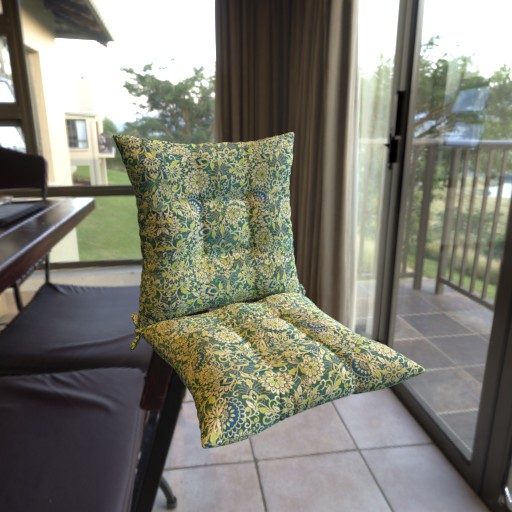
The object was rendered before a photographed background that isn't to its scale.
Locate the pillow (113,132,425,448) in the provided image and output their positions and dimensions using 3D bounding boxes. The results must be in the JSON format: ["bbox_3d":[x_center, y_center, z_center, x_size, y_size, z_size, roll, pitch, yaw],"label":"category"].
[{"bbox_3d":[0.000,0.000,1.012,0.541,0.536,0.585,-8,18,-27],"label":"pillow"}]
